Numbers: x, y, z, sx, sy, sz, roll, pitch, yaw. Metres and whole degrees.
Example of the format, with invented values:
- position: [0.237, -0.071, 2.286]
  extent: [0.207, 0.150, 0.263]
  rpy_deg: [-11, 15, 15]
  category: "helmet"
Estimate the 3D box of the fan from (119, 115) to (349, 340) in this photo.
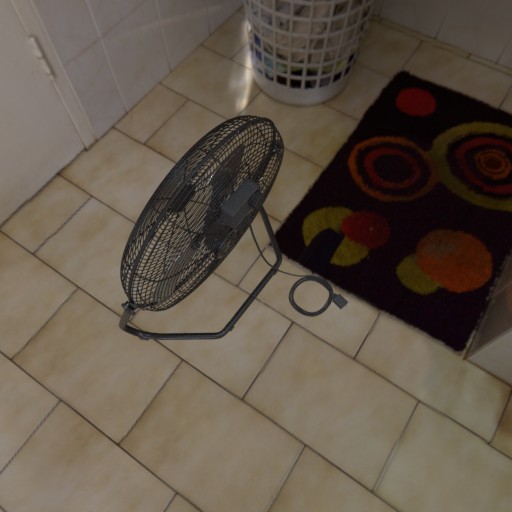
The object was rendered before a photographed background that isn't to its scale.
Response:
- position: [0.000, 0.000, 0.955]
  extent: [0.424, 0.546, 0.555]
  rpy_deg: [33, 68, 15]
  category: "fan"
